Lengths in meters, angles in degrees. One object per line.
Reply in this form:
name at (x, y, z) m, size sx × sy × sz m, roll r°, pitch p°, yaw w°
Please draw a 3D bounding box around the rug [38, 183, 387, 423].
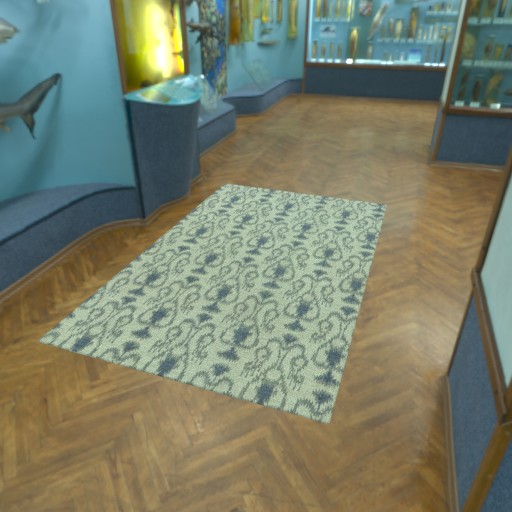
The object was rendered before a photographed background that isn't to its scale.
rug at (0.000, 0.000, 2.073) m, size 1.035 × 0.006 × 1.652 m, roll 10°, pitch 31°, yaw 17°
